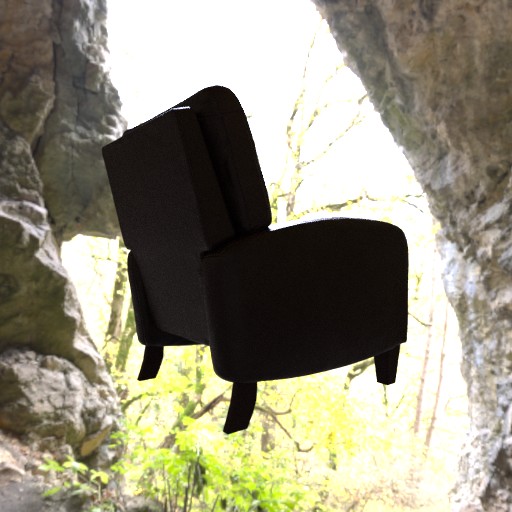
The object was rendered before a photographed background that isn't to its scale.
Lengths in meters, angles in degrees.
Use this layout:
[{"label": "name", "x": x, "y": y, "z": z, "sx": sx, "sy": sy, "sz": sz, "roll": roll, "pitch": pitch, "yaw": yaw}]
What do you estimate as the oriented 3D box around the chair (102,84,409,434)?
[{"label": "chair", "x": 0.000, "y": 0.000, "z": 1.706, "sx": 0.990, "sy": 0.990, "sz": 0.762, "roll": -1, "pitch": 1, "yaw": -37}]
